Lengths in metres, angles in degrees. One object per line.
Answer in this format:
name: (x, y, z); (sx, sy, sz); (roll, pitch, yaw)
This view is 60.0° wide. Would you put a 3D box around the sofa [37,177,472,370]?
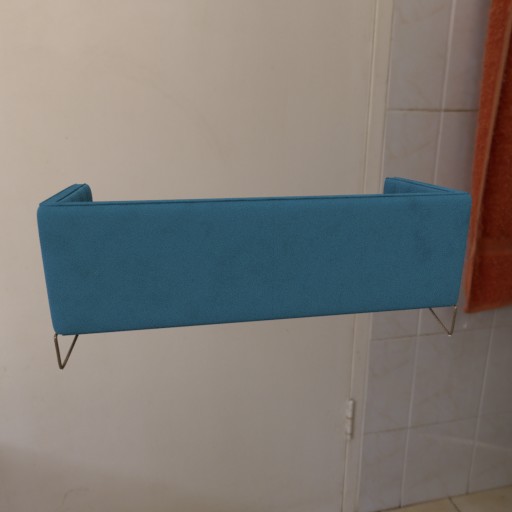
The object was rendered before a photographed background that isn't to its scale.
sofa: (0.000, 0.000, 2.534); (2.087, 0.789, 0.867); (-3, 16, -10)
